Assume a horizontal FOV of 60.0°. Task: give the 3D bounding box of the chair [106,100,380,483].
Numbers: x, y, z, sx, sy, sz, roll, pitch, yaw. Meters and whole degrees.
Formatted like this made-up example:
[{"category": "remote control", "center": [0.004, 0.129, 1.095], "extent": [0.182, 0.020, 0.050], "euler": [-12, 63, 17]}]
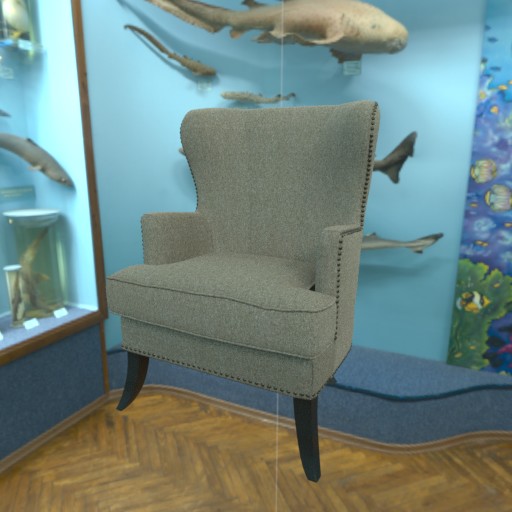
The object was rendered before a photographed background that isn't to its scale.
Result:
[{"category": "chair", "center": [0.000, 0.000, 1.578], "extent": [0.759, 1.060, 0.758], "euler": [7, 15, 27]}]
